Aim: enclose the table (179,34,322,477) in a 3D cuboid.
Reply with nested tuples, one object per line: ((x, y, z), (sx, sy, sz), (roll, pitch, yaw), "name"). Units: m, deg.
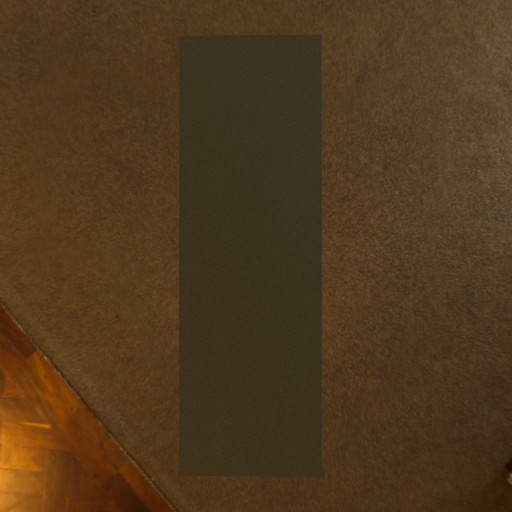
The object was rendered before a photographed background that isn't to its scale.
((0.000, 0.000, 1.632), (0.400, 0.855, 1.200), (0, 90, 1), "table")
